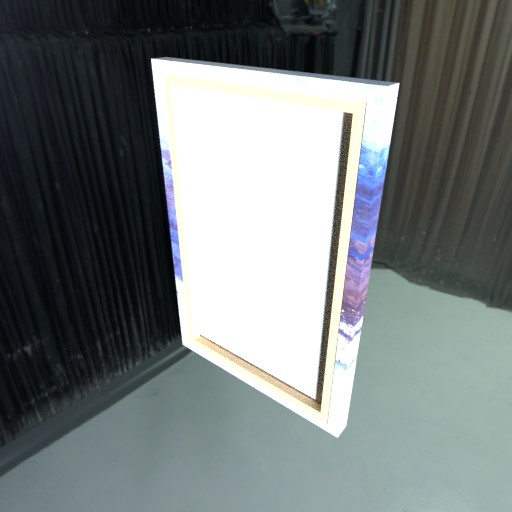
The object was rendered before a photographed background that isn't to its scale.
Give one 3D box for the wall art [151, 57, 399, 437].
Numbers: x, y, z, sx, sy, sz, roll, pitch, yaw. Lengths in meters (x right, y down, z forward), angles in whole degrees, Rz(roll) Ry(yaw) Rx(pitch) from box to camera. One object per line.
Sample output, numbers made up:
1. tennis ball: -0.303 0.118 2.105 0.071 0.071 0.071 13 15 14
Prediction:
1. wall art: 0.000 0.000 1.114 0.583 0.874 0.048 22 37 32
